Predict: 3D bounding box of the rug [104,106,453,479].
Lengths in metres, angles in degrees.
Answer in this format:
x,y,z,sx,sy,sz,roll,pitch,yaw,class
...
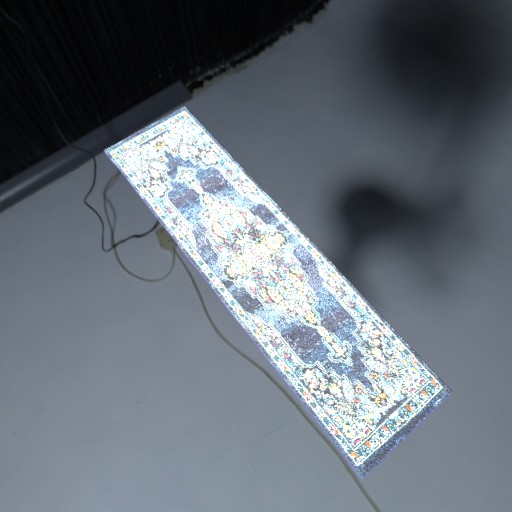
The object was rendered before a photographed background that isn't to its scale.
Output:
x,y,z,sx,sy,sz,roll,pitch,yaw,class
0.000,0.000,2.405,0.602,0.016,2.283,-35,69,-16,rug
